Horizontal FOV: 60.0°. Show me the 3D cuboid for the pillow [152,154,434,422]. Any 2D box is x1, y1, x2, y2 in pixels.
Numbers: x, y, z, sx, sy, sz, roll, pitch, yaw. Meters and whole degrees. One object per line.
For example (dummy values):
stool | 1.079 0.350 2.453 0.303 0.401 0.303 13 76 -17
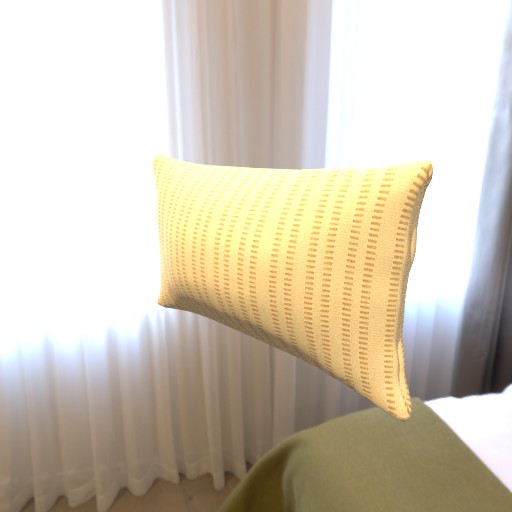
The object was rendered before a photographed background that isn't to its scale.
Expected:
pillow | 0.000 0.000 0.800 0.210 0.353 0.640 -13 19 -42
